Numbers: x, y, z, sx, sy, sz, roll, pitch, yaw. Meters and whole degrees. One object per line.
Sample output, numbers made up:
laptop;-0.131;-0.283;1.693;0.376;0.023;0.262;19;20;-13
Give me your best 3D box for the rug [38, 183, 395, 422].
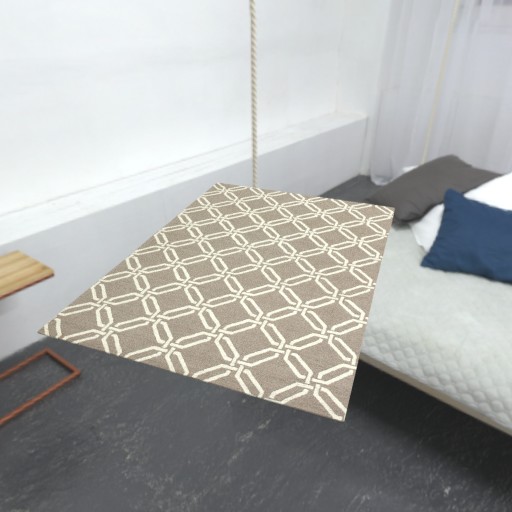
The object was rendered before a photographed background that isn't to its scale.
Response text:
rug;0.000;0.000;4.514;2.441;0.020;3.419;11;32;17
